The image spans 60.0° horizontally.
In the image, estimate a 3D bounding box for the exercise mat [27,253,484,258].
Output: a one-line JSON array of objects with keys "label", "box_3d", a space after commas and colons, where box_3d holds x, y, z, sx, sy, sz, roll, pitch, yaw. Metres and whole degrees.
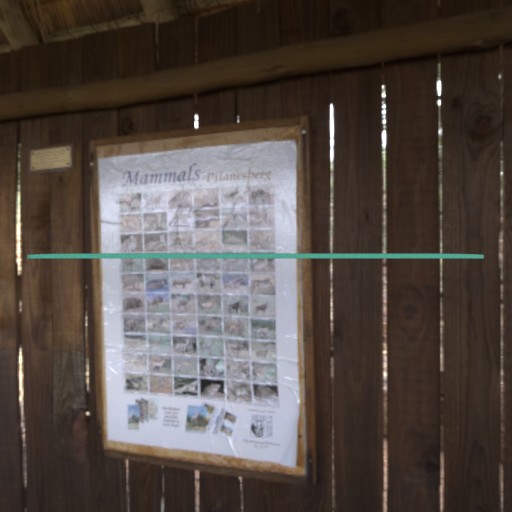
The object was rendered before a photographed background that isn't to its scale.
[{"label": "exercise mat", "box_3d": [0.000, 0.000, 2.066, 1.869, 0.021, 0.616, 0, 0, -1]}]
